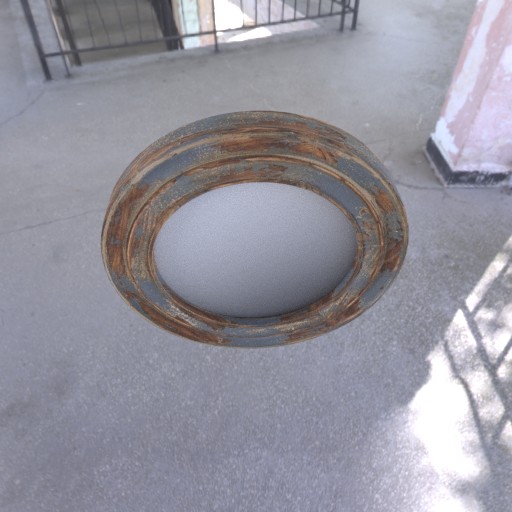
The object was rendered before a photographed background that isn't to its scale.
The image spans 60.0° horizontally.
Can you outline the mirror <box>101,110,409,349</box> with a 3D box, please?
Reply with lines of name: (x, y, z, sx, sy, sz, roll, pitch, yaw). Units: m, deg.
mirror: (0.000, 0.000, 0.878, 0.585, 0.585, 0.061, -2, 45, -2)
